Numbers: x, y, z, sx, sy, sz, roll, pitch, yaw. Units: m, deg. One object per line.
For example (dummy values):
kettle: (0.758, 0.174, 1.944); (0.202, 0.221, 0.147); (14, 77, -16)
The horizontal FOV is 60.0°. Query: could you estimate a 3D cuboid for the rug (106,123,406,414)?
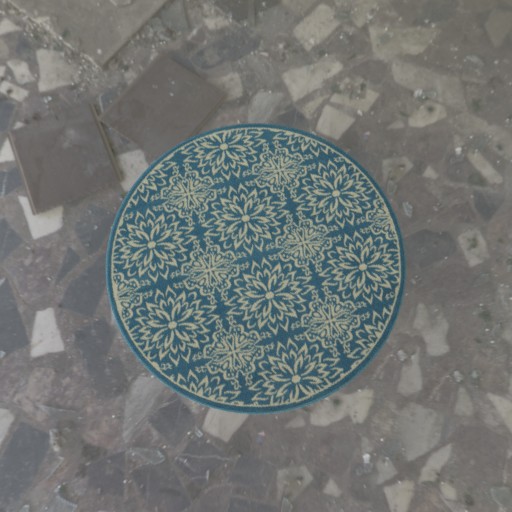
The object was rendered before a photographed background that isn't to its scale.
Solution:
rug: (0.000, 0.000, 2.360); (1.593, 0.012, 1.593); (0, 75, 0)
